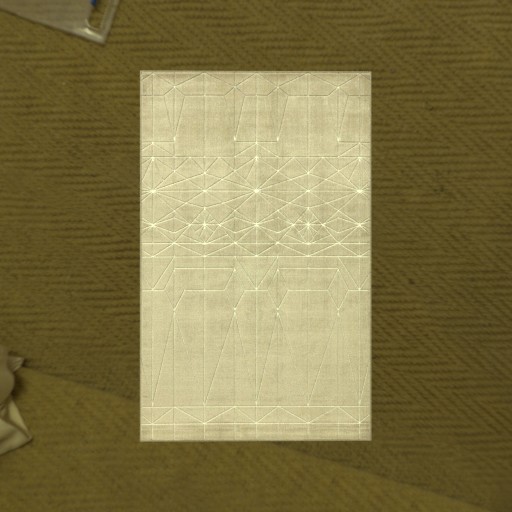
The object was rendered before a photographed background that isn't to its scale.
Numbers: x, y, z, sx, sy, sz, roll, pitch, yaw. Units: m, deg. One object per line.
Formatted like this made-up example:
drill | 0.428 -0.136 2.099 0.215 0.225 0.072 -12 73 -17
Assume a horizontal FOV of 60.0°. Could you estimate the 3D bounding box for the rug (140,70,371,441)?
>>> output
rug | 0.000 0.000 2.923 1.524 0.012 2.438 0 90 -1
